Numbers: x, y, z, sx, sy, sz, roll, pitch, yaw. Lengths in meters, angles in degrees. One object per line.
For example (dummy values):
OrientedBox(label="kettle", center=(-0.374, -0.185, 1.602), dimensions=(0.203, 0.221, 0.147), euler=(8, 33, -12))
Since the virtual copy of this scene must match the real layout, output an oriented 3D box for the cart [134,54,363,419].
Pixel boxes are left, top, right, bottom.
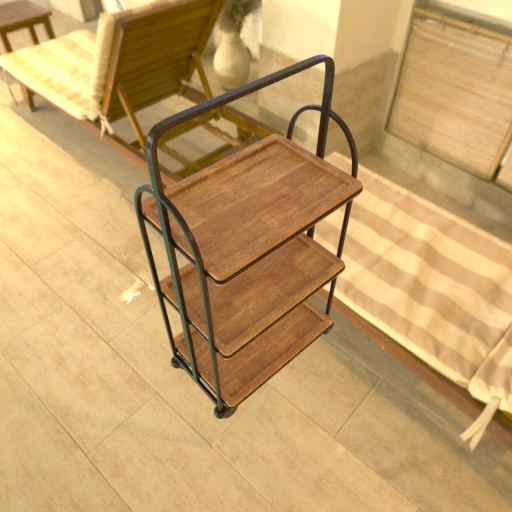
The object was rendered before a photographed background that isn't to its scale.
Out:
OrientedBox(label="cart", center=(0.000, 0.000, 1.242), dimensions=(0.553, 1.001, 0.327), euler=(-34, 55, -27))
